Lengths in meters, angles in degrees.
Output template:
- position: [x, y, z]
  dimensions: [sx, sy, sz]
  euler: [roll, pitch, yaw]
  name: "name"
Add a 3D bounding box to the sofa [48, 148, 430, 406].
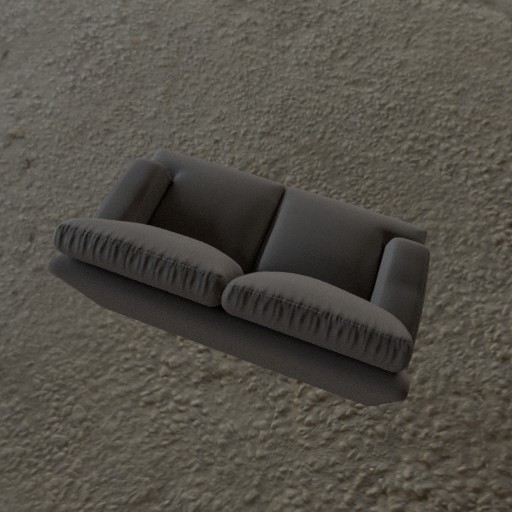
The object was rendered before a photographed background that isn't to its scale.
- position: [0.000, 0.000, 2.548]
  dimensions: [1.880, 0.940, 1.143]
  euler: [18, 65, 9]
  name: "sofa"
